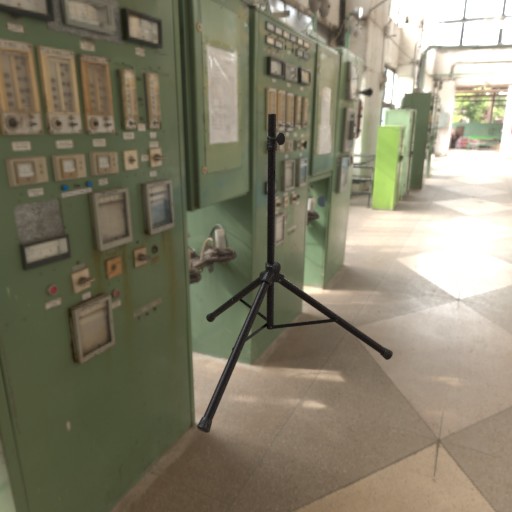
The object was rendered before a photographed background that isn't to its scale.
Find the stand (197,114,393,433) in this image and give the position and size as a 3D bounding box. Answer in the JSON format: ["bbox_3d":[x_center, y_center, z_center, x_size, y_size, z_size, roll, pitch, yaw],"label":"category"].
[{"bbox_3d":[0.000,0.000,1.849,1.045,1.136,0.907,8,18,26],"label":"stand"}]
